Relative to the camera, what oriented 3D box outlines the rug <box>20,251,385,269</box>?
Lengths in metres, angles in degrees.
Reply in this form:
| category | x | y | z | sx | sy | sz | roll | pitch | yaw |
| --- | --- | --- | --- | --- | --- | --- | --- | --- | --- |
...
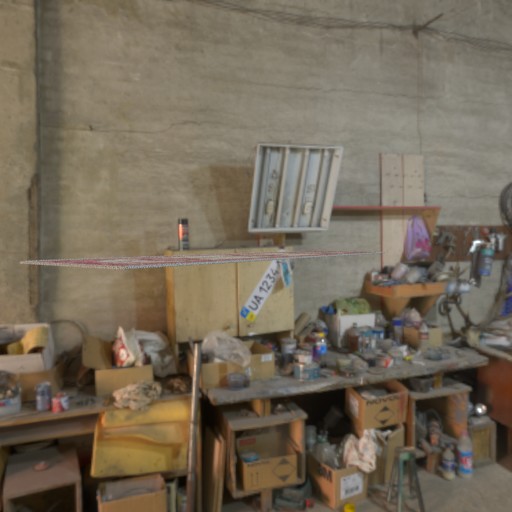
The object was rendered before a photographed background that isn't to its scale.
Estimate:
| category | x | y | z | sx | sy | sz | roll | pitch | yaw |
| --- | --- | --- | --- | --- | --- | --- | --- | --- | --- |
| rug | 0.000 | 0.000 | 2.491 | 0.666 | 0.011 | 2.294 | 1 | 2 | 36 |
